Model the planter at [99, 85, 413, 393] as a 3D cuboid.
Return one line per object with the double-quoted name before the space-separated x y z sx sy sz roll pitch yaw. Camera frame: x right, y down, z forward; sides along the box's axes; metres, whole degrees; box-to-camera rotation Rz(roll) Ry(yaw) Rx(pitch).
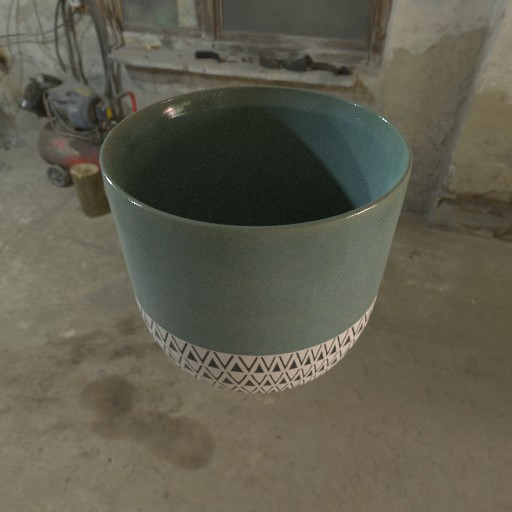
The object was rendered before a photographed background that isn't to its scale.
"planter" 0.000 0.000 0.475 0.266 0.270 0.266 0 40 0
